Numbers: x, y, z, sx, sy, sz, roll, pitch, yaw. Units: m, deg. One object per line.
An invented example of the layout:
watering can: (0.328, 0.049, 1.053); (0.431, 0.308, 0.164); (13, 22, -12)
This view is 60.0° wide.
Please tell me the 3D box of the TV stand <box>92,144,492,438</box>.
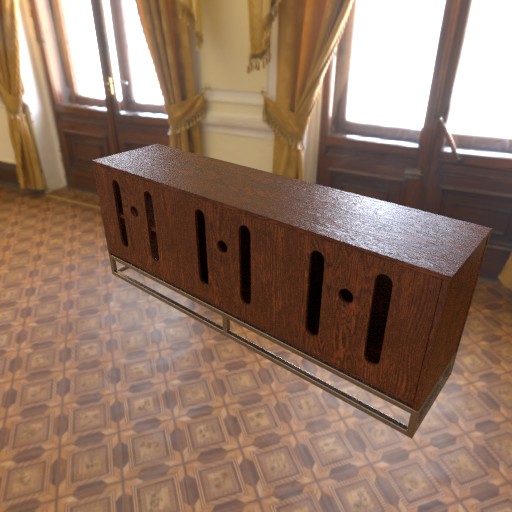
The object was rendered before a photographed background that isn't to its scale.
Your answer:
TV stand: (0.000, 0.000, 1.771); (1.541, 0.578, 0.382); (21, 35, 34)
